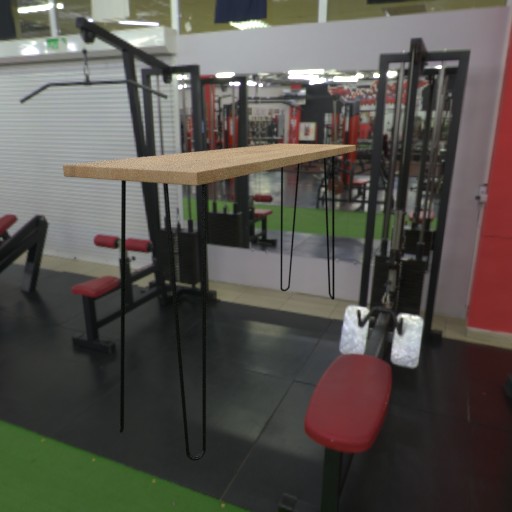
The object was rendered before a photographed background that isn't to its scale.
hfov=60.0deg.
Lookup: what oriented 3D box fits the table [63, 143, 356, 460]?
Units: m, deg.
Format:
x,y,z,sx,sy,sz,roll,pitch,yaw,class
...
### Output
x,y,z,sx,sy,sz,roll,pitch,yaw,class
0.000,0.000,1.744,0.399,0.799,1.400,8,18,25,table
